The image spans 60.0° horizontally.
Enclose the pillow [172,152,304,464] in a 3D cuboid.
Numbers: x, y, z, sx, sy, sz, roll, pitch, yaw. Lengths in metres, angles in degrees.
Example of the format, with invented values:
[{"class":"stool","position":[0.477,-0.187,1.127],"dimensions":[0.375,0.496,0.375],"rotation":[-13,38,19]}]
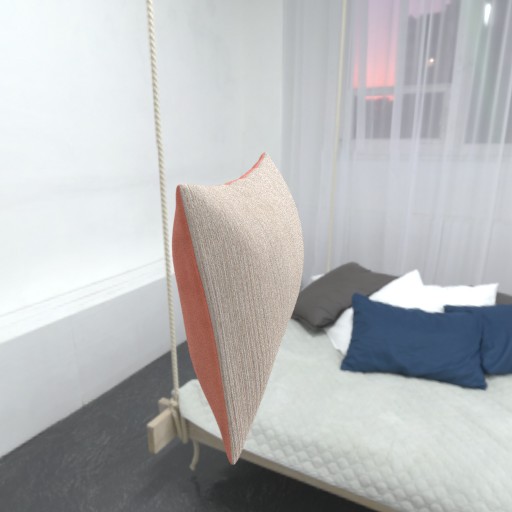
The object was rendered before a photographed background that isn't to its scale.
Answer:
[{"class":"pillow","position":[0.000,0.000,0.734],"dimensions":[0.155,0.307,0.608],"rotation":[2,16,8]}]
